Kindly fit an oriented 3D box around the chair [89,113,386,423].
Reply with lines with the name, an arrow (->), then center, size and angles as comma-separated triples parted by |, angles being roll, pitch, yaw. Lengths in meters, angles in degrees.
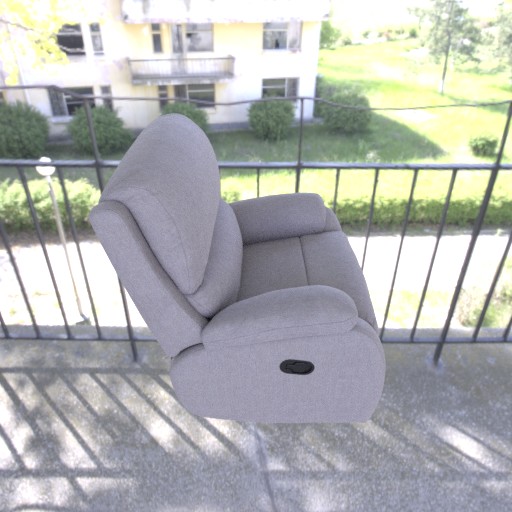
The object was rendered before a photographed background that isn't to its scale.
chair -> 0.000, 0.000, 1.743 | 0.899, 1.011, 0.930 | 0, 32, 0
